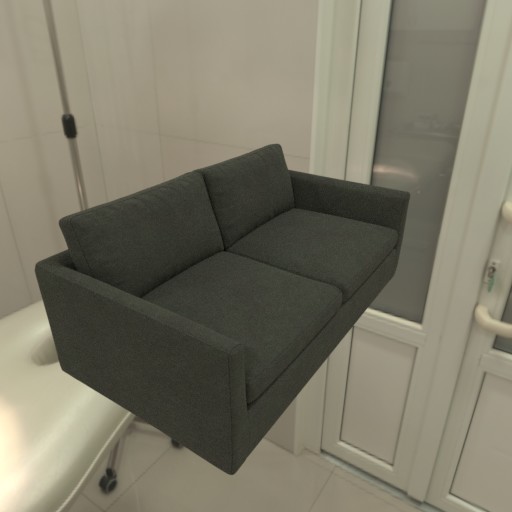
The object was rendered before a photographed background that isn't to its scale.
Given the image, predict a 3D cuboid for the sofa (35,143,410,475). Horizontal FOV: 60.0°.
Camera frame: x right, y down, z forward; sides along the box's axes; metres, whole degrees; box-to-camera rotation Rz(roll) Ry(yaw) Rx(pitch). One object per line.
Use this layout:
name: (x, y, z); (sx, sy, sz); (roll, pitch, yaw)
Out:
sofa: (0.000, 0.000, 2.457); (1.091, 0.845, 1.909); (17, 31, 30)
